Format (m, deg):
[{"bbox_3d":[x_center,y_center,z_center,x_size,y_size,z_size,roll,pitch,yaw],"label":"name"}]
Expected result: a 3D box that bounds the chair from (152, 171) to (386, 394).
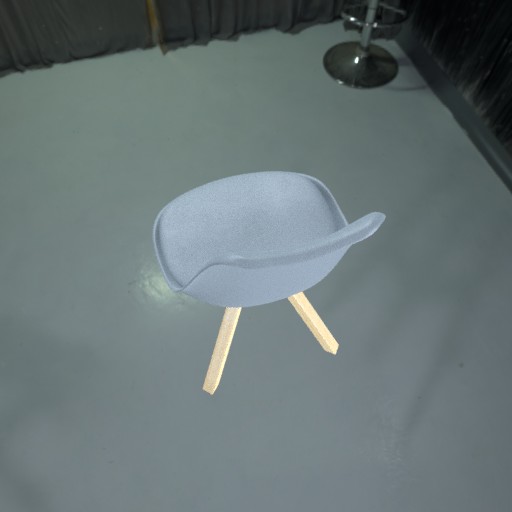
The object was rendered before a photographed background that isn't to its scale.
[{"bbox_3d":[0.000,0.000,1.148,0.485,0.850,0.549,-16,59,-9],"label":"chair"}]
